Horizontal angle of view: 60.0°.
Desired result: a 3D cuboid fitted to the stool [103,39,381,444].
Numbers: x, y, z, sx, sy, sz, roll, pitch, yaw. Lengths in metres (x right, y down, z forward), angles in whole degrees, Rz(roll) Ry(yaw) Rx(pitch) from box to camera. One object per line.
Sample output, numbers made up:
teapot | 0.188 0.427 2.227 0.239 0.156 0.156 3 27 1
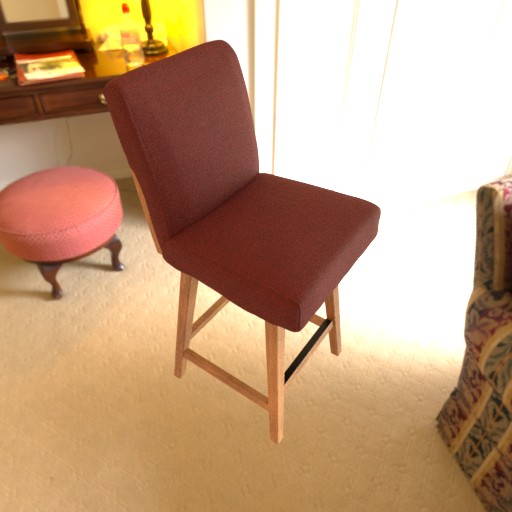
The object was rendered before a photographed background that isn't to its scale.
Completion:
stool | 0.000 0.000 1.306 0.562 1.038 0.468 25 47 26
